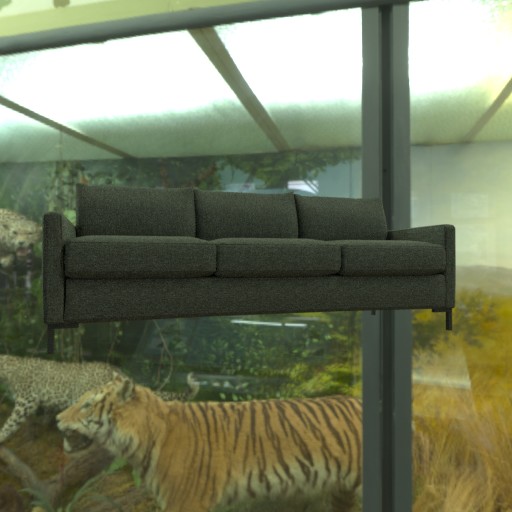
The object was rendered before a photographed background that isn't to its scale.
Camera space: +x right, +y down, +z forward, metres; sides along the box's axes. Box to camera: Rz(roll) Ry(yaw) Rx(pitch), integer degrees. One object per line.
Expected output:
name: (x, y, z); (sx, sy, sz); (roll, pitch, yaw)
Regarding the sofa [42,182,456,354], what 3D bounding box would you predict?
sofa: (0.000, 0.000, 2.656); (2.253, 0.879, 0.876); (0, -1, -18)
